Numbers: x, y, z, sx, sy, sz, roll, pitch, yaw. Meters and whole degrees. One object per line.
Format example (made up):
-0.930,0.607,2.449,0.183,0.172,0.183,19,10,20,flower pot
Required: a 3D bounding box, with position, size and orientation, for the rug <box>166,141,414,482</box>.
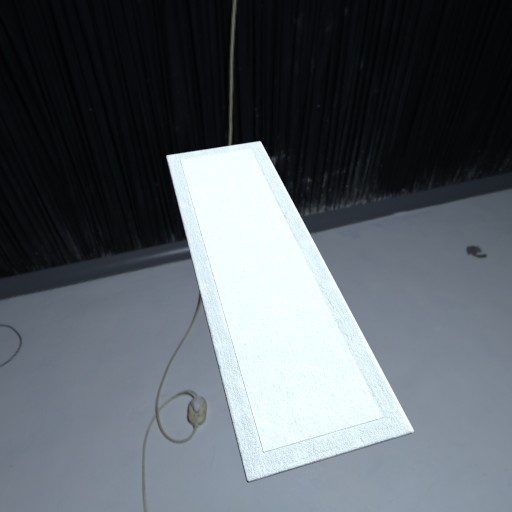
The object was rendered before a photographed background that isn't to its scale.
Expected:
0.000,0.000,2.675,0.759,0.012,2.430,-11,47,-11,rug
